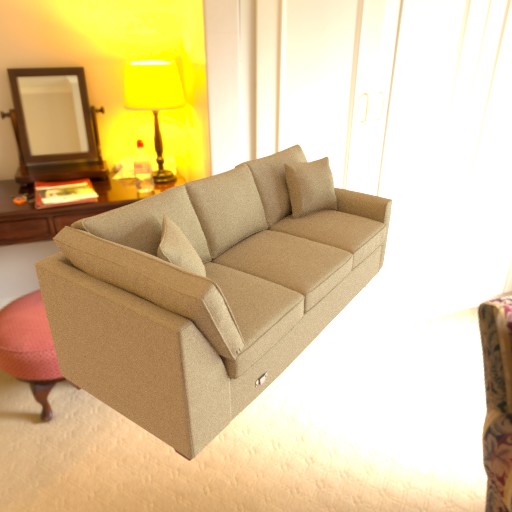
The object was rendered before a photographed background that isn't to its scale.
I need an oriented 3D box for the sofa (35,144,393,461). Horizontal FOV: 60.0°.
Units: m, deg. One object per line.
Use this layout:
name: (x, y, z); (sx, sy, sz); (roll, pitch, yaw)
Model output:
sofa: (0.000, 0.000, 2.854); (1.061, 0.962, 2.317); (17, 31, 31)
